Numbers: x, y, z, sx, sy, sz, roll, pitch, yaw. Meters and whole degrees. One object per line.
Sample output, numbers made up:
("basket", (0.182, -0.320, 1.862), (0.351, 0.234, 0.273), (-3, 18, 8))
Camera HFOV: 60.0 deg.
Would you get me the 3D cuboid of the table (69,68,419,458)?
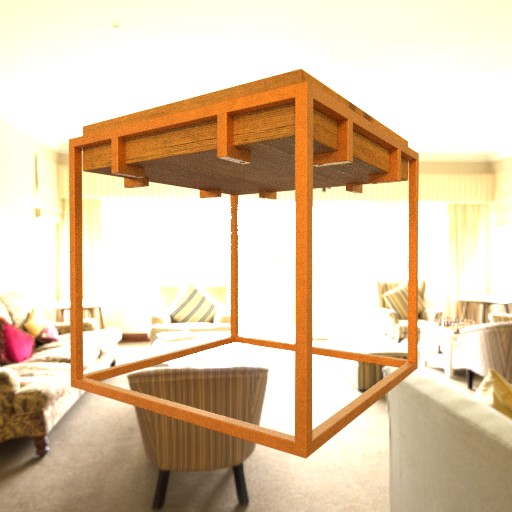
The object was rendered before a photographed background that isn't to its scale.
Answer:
("table", (0.000, 0.000, 1.065), (0.599, 0.584, 0.599), (1, 1, 35))
